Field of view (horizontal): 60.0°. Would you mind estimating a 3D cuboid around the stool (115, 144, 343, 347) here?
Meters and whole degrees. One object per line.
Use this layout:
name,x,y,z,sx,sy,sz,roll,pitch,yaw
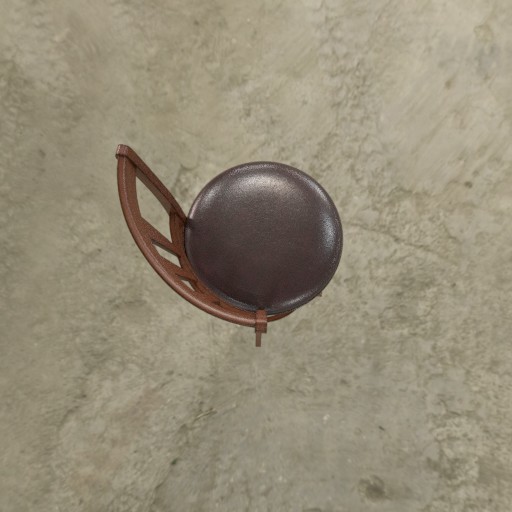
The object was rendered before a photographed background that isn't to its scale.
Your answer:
stool,0.000,0.000,1.409,0.503,1.177,0.464,-38,79,-9
